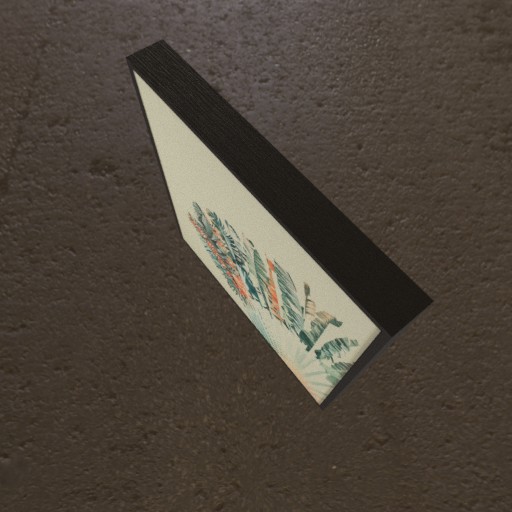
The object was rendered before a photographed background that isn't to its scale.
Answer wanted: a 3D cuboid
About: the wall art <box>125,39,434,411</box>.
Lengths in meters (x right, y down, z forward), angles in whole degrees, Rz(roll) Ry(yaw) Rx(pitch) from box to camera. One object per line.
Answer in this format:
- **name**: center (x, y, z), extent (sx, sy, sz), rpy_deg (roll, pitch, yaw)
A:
- **wall art**: center (0.000, 0.000, 0.450), extent (0.036, 0.300, 0.302), rpy_deg (-35, 68, -16)
